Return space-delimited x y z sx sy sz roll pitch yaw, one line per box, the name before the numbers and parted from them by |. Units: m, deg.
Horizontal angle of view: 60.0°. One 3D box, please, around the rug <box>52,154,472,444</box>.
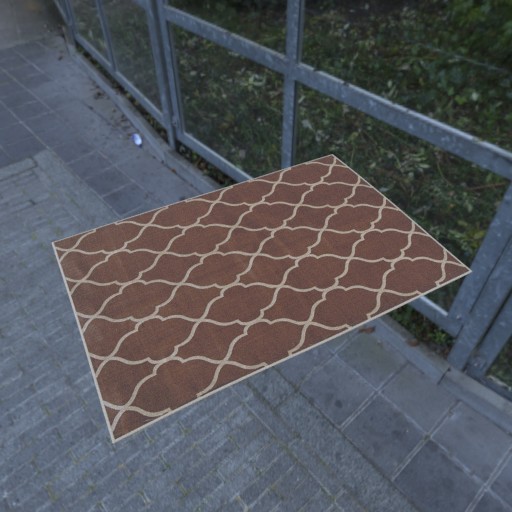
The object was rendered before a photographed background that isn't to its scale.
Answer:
rug | 0.000 0.000 2.877 2.294 0.014 1.528 -21 49 -19
